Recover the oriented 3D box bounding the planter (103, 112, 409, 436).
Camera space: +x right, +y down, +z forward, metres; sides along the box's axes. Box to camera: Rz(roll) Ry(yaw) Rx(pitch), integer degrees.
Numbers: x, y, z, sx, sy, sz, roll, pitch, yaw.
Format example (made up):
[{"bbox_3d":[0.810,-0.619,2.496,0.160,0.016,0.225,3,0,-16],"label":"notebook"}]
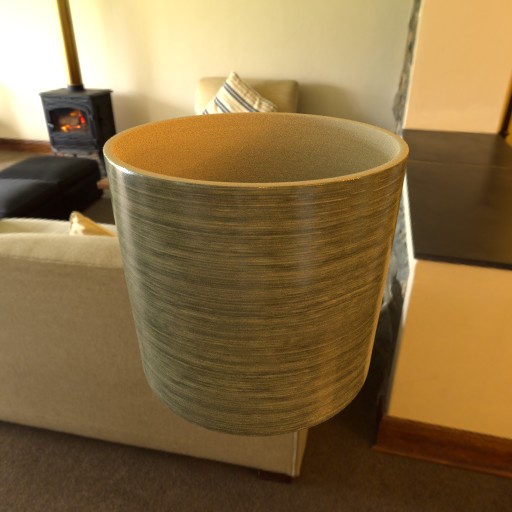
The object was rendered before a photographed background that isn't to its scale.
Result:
[{"bbox_3d":[0.000,0.000,0.382,0.221,0.201,0.221,0,28,0],"label":"planter"}]
